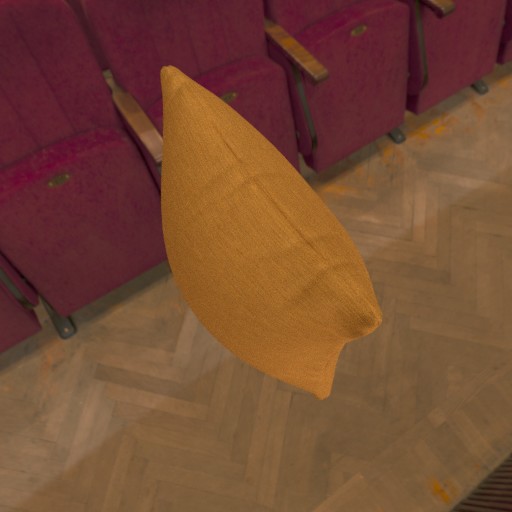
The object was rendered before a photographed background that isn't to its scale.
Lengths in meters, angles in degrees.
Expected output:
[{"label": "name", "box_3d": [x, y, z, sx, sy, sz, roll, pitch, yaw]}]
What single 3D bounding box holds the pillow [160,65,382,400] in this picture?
[{"label": "pillow", "box_3d": [0.000, 0.000, 0.685, 0.247, 0.417, 0.435, -31, 67, -15]}]
